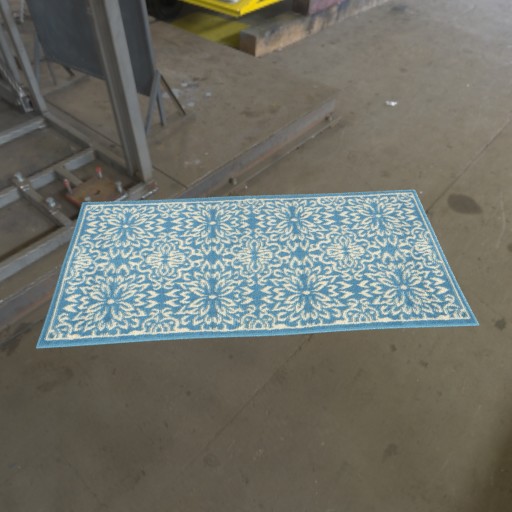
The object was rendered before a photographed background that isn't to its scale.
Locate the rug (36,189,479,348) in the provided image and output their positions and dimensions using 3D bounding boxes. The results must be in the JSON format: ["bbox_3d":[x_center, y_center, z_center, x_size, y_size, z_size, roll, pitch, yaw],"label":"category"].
[{"bbox_3d":[0.000,0.000,1.418,1.219,0.007,0.604,-3,47,-2],"label":"rug"}]
